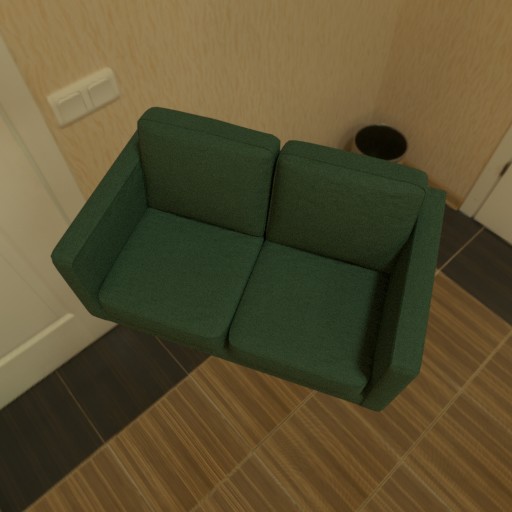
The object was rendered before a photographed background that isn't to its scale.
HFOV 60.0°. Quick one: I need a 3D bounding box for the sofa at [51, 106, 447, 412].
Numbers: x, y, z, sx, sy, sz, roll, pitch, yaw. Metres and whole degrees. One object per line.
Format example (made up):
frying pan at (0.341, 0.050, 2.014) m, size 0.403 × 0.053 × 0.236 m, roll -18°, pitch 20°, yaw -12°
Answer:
sofa at (0.000, 0.000, 1.991) m, size 1.430 × 0.899 × 0.879 m, roll 16°, pitch 59°, yaw 10°
